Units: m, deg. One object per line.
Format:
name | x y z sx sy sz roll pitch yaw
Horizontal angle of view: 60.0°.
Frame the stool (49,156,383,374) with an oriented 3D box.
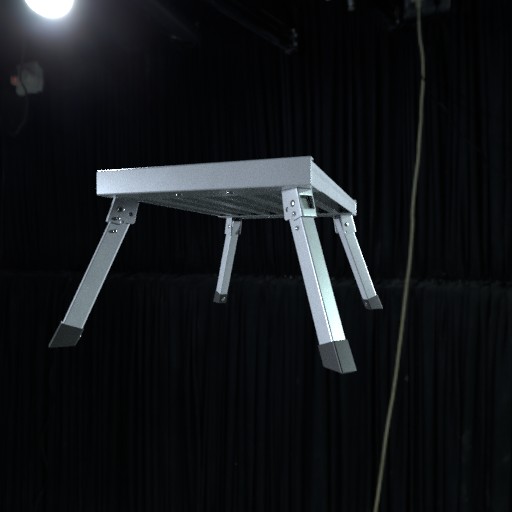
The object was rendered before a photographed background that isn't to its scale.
stool | 0.000 0.000 0.744 0.385 0.225 0.535 0 1 19
